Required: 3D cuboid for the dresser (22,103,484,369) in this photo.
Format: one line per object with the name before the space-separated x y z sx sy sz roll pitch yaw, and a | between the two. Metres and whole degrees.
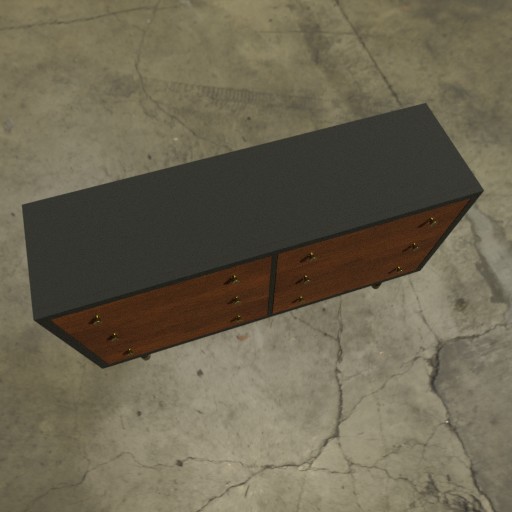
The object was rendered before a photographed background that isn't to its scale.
dresser | 0.000 0.000 1.935 1.558 0.872 0.463 -16 65 -8
